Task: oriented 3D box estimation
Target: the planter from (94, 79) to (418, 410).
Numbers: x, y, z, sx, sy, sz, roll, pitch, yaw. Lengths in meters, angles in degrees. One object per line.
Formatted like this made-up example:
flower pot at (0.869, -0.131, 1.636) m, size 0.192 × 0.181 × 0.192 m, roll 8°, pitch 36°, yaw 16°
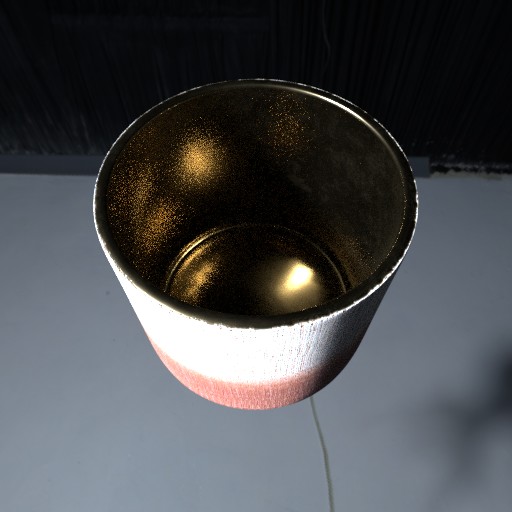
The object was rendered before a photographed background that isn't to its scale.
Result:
planter at (0.000, 0.000, 0.307) m, size 0.178 × 0.157 × 0.178 m, roll 0°, pitch 58°, yaw 0°
